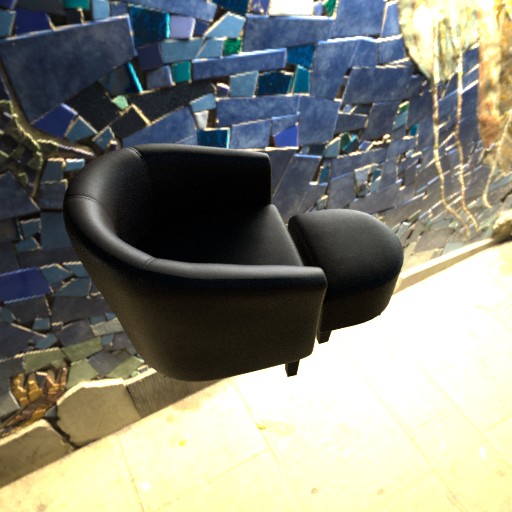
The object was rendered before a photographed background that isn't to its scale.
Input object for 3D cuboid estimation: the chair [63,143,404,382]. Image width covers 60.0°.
[{"bbox_3d":[0.000,0.000,1.654,1.176,0.755,0.737,-10,47,-10],"label":"chair"}]
